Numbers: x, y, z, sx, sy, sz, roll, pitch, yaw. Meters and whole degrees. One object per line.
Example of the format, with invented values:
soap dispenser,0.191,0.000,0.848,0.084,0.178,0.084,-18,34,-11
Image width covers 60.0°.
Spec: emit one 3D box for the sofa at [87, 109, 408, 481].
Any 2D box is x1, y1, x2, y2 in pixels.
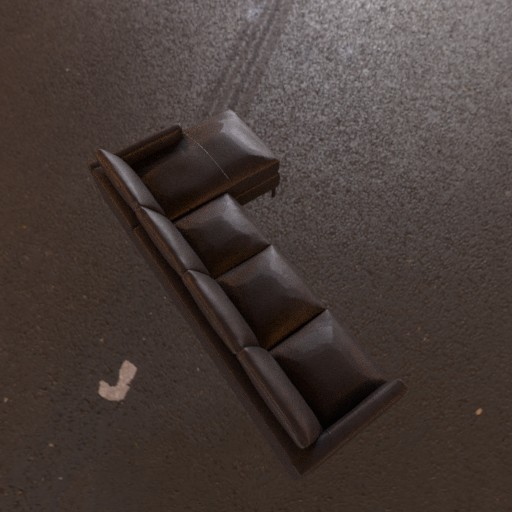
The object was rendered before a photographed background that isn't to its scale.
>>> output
sofa,0.000,0.000,3.596,1.471,0.859,2.993,-32,65,-17
